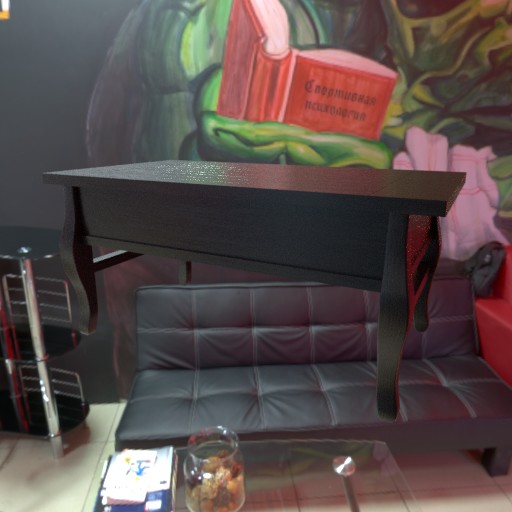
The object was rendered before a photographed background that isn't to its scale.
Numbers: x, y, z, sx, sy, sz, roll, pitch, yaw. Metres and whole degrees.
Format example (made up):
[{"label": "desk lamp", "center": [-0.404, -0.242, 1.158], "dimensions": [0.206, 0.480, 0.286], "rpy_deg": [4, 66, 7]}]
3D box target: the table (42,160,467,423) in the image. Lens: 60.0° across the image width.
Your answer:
[{"label": "table", "center": [0.000, 0.000, 1.331], "dimensions": [1.062, 0.494, 0.600], "rpy_deg": [8, 18, 26]}]
